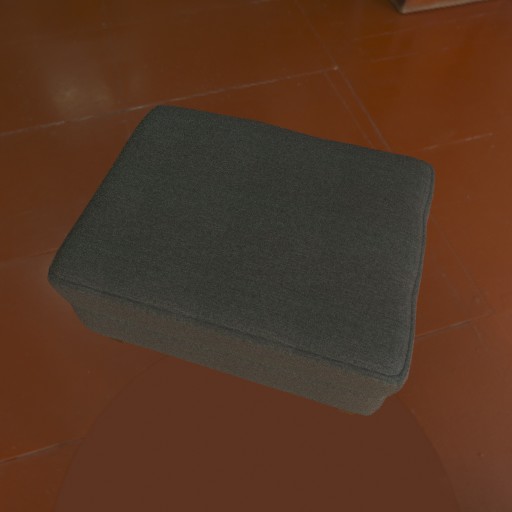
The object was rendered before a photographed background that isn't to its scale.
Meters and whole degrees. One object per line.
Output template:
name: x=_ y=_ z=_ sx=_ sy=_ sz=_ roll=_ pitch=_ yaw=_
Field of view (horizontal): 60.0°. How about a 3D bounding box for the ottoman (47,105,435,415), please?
ottoman: x=0.000 y=0.000 z=1.238 sx=0.826 sy=0.496 sz=0.639 roll=15 pitch=60 yaw=9
